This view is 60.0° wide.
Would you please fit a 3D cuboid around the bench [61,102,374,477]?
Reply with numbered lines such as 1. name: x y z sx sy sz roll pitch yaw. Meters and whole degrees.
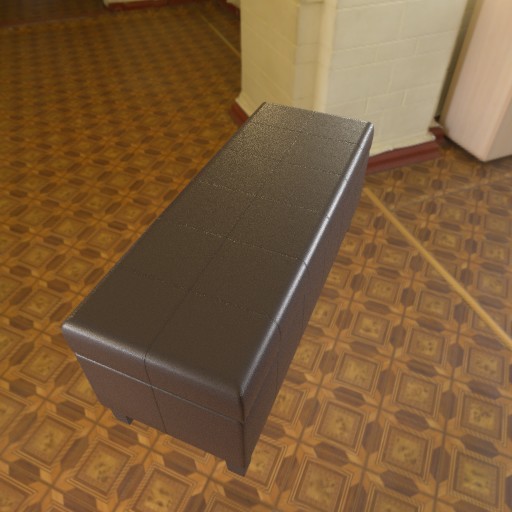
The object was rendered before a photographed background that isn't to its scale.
1. bench: 0.000 0.000 1.350 0.429 0.457 1.092 17 47 16
